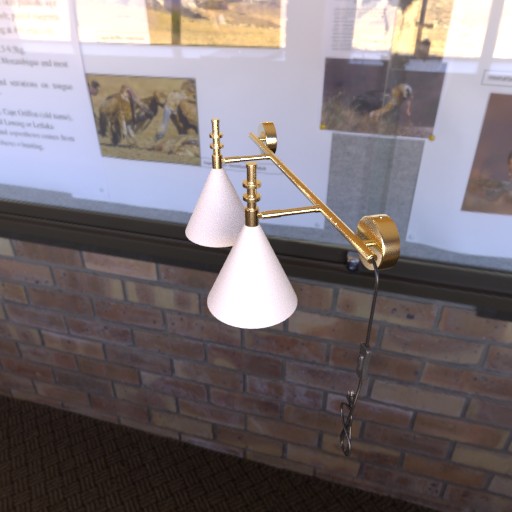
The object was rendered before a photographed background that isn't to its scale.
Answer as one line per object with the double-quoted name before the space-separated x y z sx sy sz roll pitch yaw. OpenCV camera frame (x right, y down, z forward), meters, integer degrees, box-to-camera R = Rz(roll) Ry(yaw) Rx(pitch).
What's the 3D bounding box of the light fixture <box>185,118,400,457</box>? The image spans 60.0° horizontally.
"light fixture" 0.000 0.000 0.880 0.239 0.468 0.642 -8 32 -13
